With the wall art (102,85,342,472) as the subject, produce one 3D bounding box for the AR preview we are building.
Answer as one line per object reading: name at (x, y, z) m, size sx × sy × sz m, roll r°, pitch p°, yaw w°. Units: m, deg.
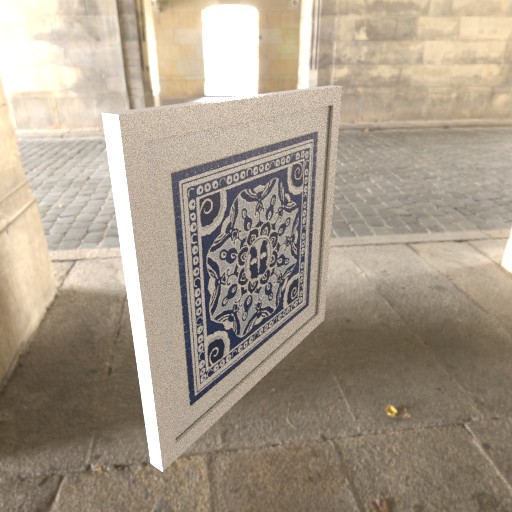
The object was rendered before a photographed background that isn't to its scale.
wall art at (0.000, 0.000, 0.819) m, size 0.028 × 0.559 × 0.559 m, roll 17°, pitch 30°, yaw 32°
